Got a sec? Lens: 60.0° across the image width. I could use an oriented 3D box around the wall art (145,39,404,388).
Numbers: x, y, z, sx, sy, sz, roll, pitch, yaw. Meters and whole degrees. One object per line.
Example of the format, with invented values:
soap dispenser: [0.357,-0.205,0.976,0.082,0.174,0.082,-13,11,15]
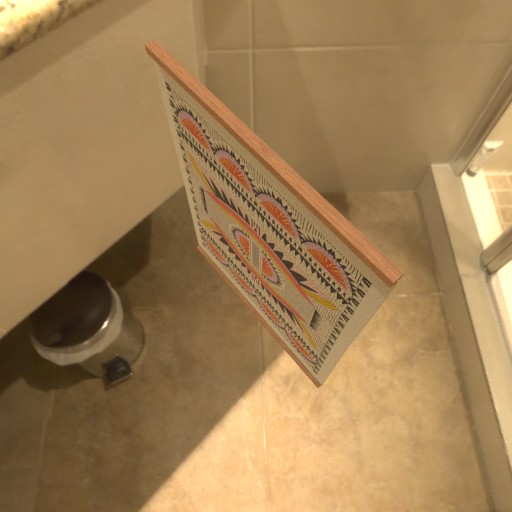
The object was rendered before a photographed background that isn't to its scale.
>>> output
wall art: [0.000,0.000,1.336,0.028,1.016,0.765,-37,69,-16]
